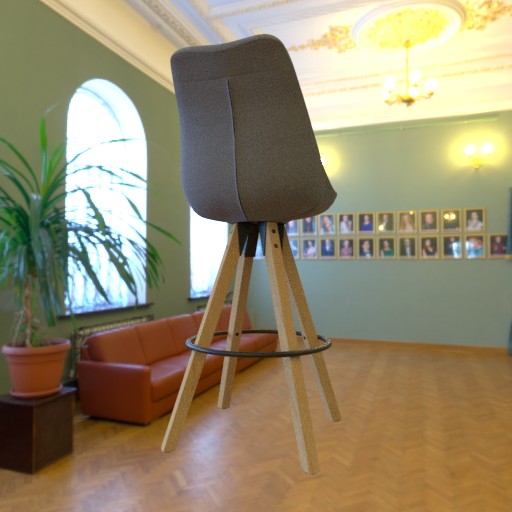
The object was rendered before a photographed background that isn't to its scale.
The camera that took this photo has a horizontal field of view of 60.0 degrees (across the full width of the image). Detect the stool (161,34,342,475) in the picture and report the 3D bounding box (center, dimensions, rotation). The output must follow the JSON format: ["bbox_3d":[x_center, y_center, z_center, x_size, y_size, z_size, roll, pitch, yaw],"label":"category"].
[{"bbox_3d":[0.000,0.000,1.384,0.485,1.115,0.550,0,-2,19],"label":"stool"}]
